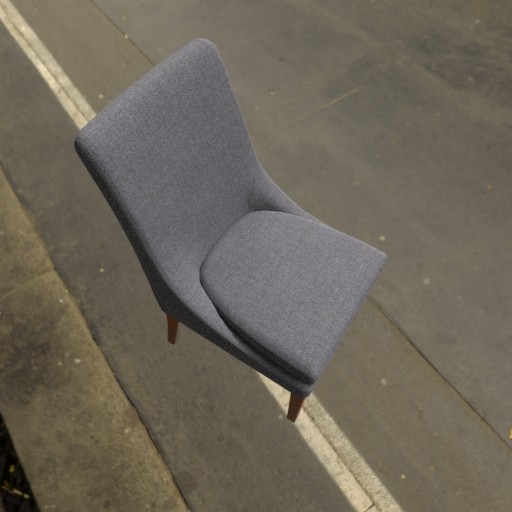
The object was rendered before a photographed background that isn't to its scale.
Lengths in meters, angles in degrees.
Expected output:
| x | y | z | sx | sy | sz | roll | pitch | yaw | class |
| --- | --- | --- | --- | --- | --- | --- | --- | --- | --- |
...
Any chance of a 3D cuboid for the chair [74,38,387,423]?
| x | y | z | sx | sy | sz | roll | pitch | yaw | class |
| --- | --- | --- | --- | --- | --- | --- | --- | --- | --- |
| 0.000 | 0.000 | 1.310 | 0.655 | 0.952 | 0.508 | 29 | 62 | 17 | chair |
